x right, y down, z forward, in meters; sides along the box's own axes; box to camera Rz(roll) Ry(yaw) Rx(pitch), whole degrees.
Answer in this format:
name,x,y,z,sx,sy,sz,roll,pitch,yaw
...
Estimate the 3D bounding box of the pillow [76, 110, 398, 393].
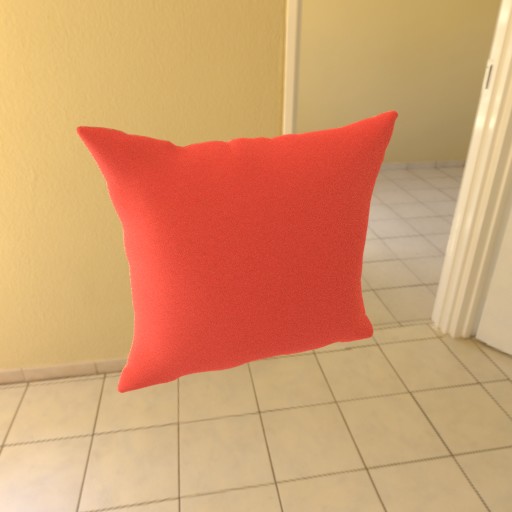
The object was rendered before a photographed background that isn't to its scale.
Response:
name,x,y,z,sx,sy,sz,roll,pitch,yaw
pillow,0.000,0.000,0.817,0.559,0.501,0.229,-9,29,-17
